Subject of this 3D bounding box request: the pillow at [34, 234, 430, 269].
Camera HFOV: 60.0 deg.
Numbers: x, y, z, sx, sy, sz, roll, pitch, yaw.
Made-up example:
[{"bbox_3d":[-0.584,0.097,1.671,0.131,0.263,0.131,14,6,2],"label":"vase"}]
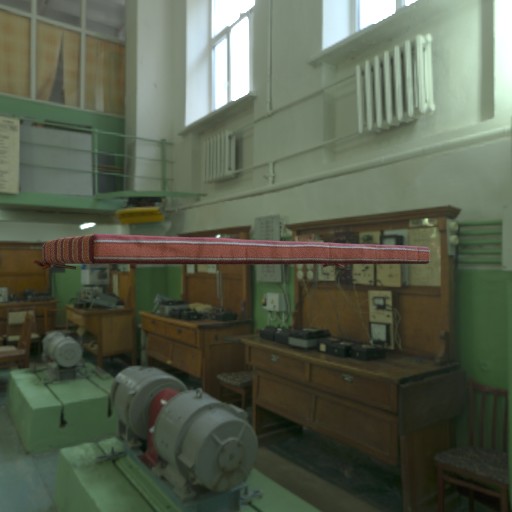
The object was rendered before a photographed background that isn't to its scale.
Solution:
[{"bbox_3d":[0.000,0.000,1.373,1.187,0.081,0.492,1,-1,-37],"label":"pillow"}]
